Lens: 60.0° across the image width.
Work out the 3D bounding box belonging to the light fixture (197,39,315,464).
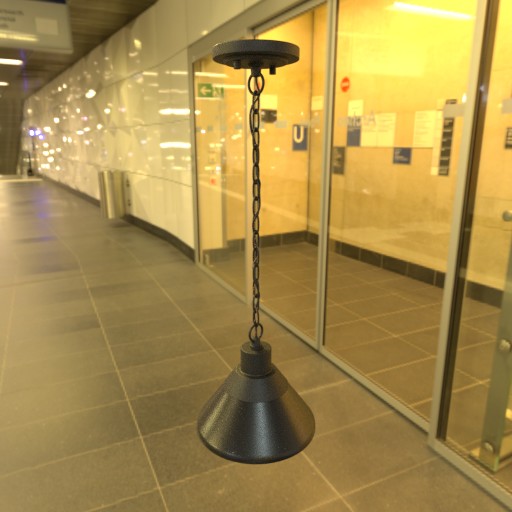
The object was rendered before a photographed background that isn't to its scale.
[{"bbox_3d":[0.000,0.000,0.683,0.201,0.588,0.201,14,20,43],"label":"light fixture"}]
